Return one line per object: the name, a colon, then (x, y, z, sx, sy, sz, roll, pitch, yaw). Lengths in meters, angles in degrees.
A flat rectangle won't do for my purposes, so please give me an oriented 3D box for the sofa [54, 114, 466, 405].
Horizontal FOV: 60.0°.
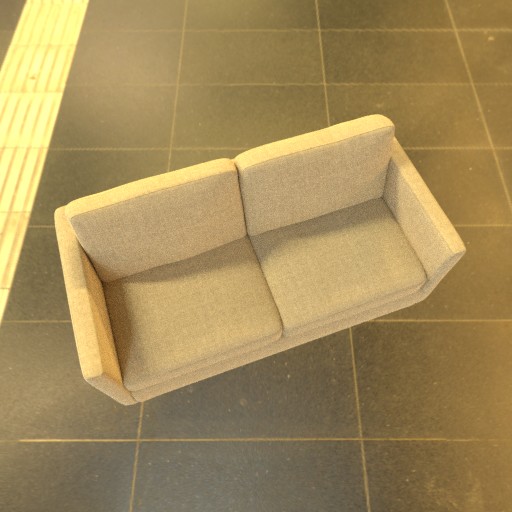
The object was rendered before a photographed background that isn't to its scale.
sofa: (0.000, 0.000, 2.429, 1.884, 0.963, 0.950, -18, 64, -9)
